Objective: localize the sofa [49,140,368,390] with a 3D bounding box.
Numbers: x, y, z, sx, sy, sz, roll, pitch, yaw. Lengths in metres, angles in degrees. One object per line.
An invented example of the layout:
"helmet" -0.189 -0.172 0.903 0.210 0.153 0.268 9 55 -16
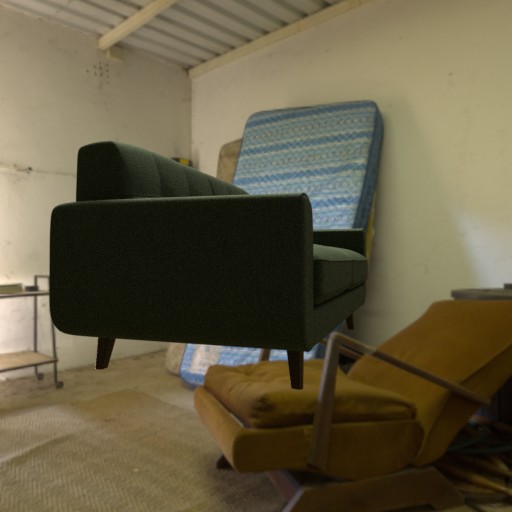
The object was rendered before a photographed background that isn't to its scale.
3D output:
"sofa" 0.000 0.000 2.101 0.909 0.841 1.631 0 -1 20
